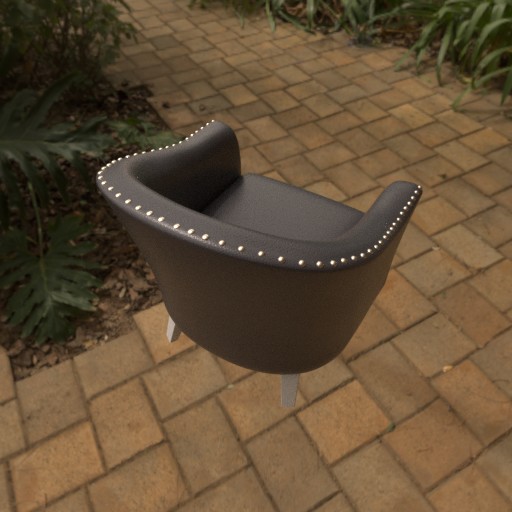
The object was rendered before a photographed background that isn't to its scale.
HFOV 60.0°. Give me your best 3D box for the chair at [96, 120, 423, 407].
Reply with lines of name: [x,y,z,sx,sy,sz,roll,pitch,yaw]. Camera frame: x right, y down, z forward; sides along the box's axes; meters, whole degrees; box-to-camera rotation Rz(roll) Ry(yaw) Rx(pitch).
chair: [0.000,0.000,1.442,0.794,0.823,0.748,24,50,21]
